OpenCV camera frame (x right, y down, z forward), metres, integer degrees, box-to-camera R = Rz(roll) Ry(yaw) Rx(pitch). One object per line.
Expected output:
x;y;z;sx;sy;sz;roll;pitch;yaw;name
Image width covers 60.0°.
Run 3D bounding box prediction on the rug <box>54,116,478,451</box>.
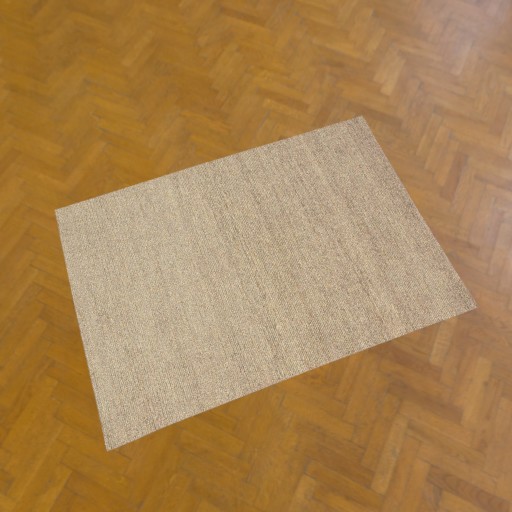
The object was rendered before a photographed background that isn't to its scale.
0.000;0.000;2.876;2.342;0.030;1.609;-19;68;-8;rug
